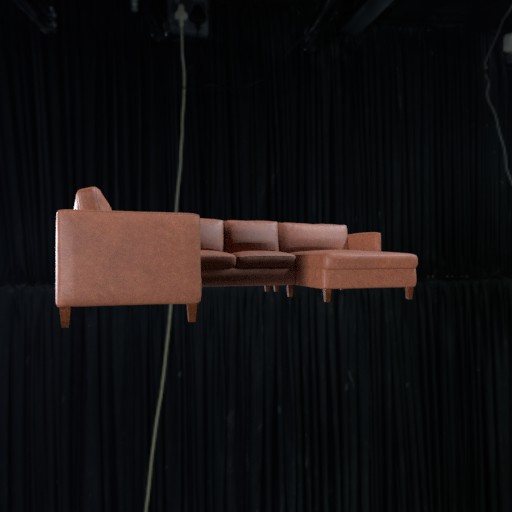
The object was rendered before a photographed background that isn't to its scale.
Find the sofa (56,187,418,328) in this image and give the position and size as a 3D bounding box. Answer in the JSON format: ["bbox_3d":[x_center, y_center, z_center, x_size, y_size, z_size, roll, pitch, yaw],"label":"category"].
[{"bbox_3d":[0.000,0.000,4.487,3.460,0.923,2.593,0,0,-18],"label":"sofa"}]
